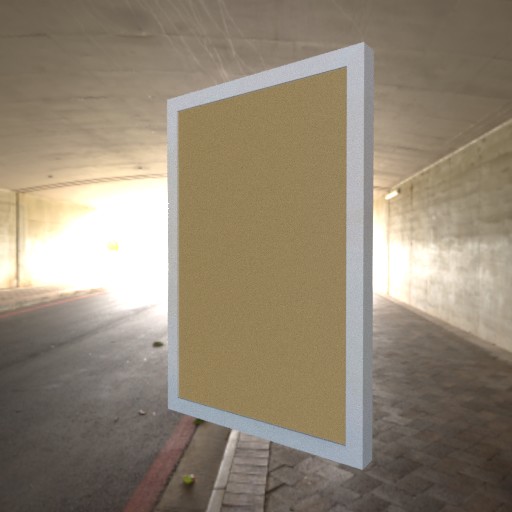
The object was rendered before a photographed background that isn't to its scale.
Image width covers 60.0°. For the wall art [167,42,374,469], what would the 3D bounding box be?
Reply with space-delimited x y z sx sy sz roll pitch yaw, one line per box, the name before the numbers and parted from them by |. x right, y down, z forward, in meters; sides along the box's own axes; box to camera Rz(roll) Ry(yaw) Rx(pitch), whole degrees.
wall art | 0.000 0.000 0.768 0.408 0.611 0.038 1 1 37
